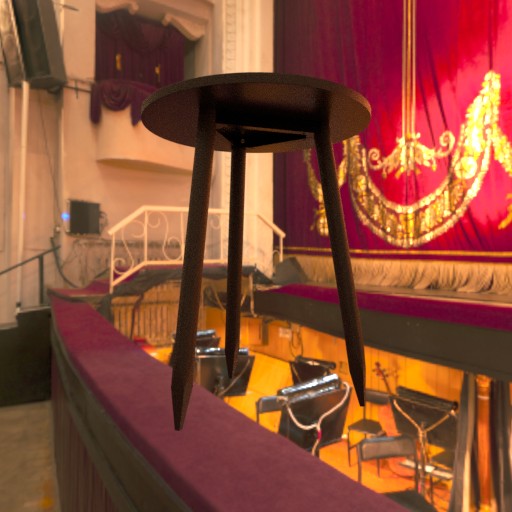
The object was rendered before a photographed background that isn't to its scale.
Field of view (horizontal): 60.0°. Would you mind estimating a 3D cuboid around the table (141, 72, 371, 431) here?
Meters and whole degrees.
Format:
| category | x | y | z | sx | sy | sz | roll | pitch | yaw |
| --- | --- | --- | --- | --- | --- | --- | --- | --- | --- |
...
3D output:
| category | x | y | z | sx | sy | sz | roll | pitch | yaw |
| --- | --- | --- | --- | --- | --- | --- | --- | --- | --- |
| table | 0.000 | 0.000 | 0.910 | 0.457 | 0.585 | 0.457 | 0 | 0 | 0 |
